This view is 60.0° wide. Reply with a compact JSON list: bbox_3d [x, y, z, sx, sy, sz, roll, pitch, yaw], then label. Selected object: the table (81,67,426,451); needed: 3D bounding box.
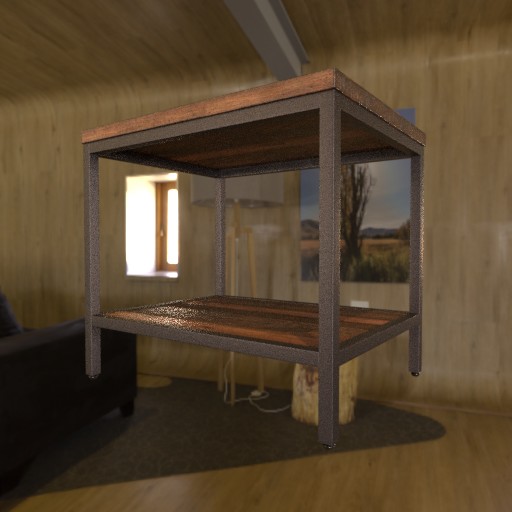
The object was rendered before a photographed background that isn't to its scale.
[{"bbox_3d":[0.000,0.000,1.108,0.678,0.612,0.524,1,2,36],"label":"table"}]
